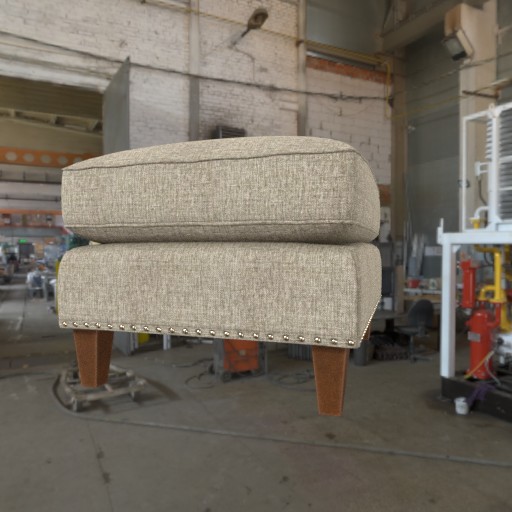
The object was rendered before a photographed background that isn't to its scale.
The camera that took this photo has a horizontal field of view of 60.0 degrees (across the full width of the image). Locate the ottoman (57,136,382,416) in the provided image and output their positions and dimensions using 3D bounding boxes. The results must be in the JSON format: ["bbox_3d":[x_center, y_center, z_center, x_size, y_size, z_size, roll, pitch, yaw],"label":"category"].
[{"bbox_3d":[0.000,0.000,1.119,0.584,0.513,0.741,0,1,18],"label":"ottoman"}]
